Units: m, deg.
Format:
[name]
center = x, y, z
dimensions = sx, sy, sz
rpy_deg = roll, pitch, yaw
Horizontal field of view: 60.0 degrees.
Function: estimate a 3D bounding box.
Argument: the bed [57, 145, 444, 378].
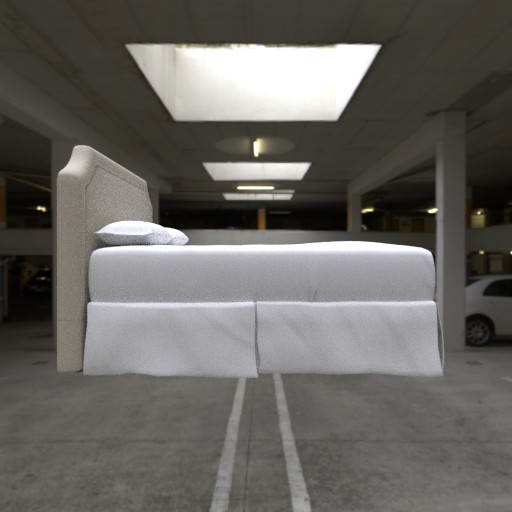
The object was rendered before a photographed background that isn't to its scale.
[bed]
center = 0.000, 0.000, 3.171
dimensions = 2.116, 1.290, 1.693
rpy_deg = 0, 1, 0
